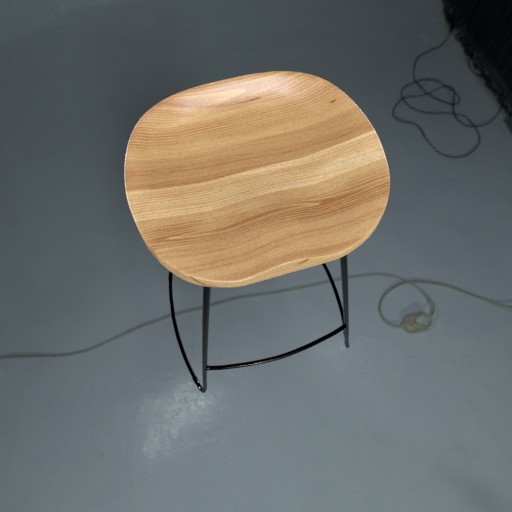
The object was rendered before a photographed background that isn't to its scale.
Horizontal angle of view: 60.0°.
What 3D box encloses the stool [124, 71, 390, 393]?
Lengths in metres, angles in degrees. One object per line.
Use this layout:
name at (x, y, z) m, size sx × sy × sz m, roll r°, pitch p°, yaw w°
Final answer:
stool at (0.000, 0.000, 0.969) m, size 0.480 × 0.679 × 0.401 m, roll -15°, pitch 66°, yaw -7°
